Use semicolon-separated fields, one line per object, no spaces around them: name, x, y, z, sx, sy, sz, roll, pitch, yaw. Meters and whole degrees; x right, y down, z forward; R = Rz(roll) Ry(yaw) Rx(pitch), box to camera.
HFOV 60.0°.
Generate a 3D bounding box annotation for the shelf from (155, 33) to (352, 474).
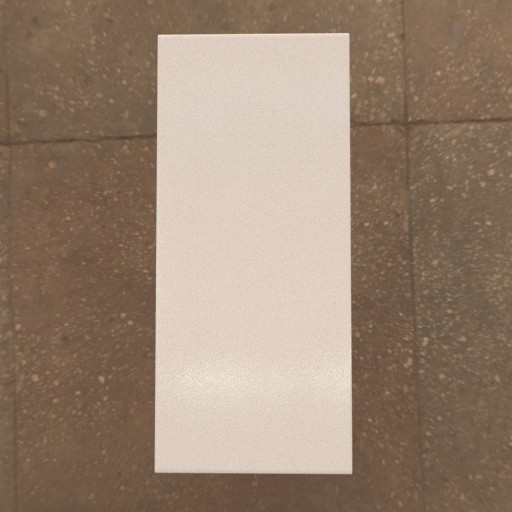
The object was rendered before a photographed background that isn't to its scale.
shelf;0.000;0.000;1.266;0.396;0.732;0.895;0;88;1
